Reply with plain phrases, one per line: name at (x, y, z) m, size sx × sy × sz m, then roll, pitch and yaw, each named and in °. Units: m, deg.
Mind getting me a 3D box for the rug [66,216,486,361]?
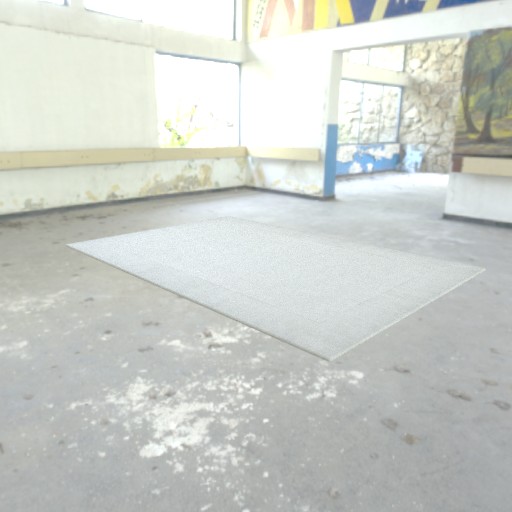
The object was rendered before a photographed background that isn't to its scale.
rug at (0.000, 0.000, 2.284) m, size 1.219 × 0.013 × 1.829 m, roll -15°, pitch 22°, yaw -42°
